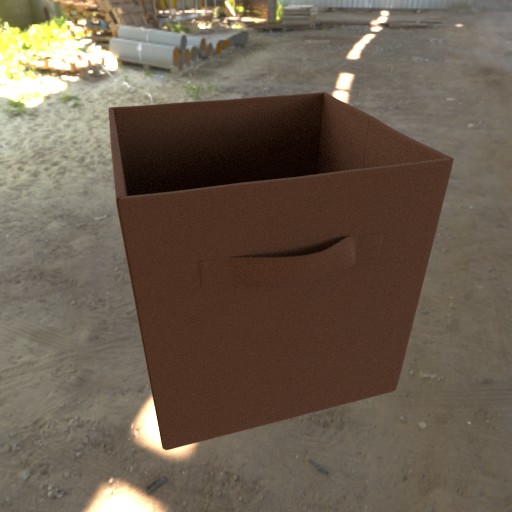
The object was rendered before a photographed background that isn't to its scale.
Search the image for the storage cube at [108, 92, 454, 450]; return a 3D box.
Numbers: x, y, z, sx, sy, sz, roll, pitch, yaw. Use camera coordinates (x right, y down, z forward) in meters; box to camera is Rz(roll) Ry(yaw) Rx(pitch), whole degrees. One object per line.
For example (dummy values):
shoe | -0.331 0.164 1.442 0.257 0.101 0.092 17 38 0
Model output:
storage cube | 0.000 0.000 0.495 0.270 0.280 0.270 -9 34 -14
